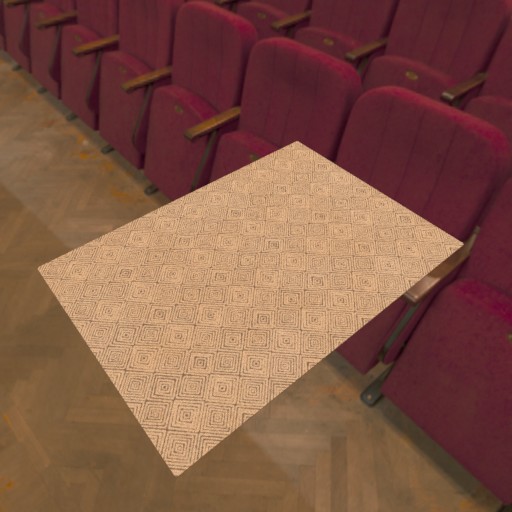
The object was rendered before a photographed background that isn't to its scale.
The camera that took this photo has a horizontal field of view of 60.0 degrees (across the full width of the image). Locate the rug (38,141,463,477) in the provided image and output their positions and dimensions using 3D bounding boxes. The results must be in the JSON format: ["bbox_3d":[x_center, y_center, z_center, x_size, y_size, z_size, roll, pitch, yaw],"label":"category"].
[{"bbox_3d":[0.000,0.000,2.845,2.238,0.008,1.593,-31,54,-26],"label":"rug"}]
